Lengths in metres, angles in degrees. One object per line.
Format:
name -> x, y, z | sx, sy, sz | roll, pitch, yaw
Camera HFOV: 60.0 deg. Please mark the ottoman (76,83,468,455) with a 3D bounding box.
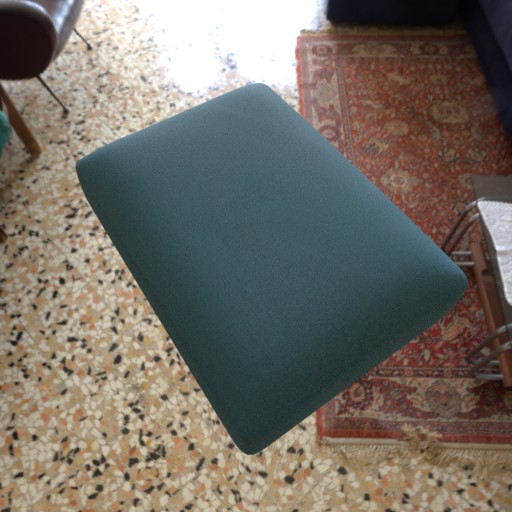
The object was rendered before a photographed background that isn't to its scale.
ottoman -> 0.000, 0.000, 1.071 | 0.549, 0.428, 0.749 | -30, 63, -17
